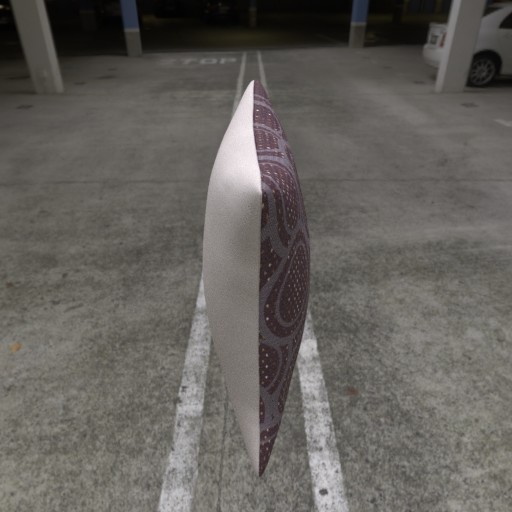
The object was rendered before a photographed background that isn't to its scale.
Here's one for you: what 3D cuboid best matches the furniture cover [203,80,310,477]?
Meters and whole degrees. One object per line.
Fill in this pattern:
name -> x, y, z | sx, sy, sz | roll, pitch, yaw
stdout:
furniture cover -> 0.000, 0.000, 0.816 | 0.193, 0.509, 0.552 | 0, 33, -1
